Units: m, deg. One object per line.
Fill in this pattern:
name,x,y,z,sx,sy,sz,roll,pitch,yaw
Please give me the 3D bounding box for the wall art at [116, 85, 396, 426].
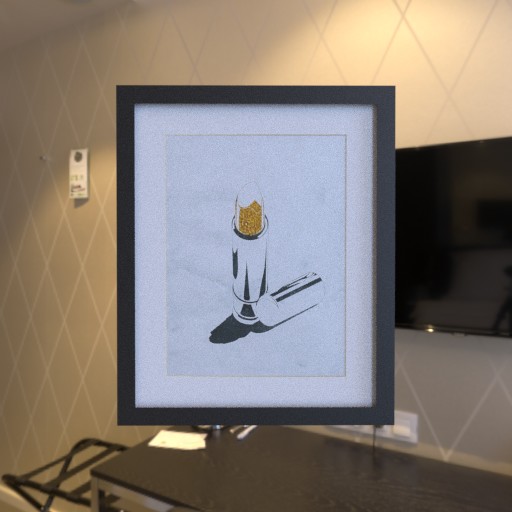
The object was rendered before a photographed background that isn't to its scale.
wall art,0.000,0.000,0.742,0.457,0.559,0.029,0,1,0
